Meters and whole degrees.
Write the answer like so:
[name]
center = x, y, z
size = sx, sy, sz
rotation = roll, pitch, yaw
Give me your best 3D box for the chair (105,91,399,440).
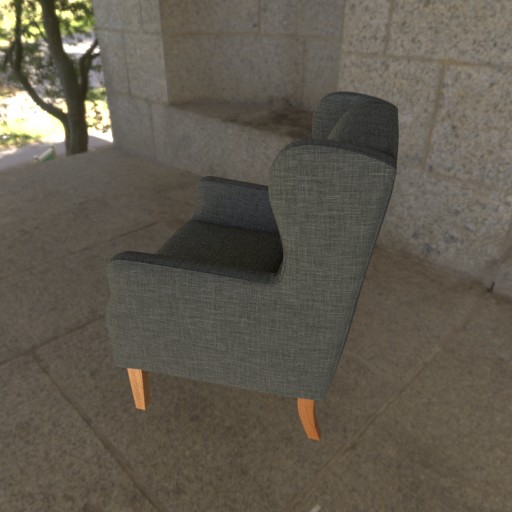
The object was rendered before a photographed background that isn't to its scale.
[chair]
center = 0.000, 0.000, 1.459
size = 0.775, 0.953, 0.711
rotation = 8, 31, 14
